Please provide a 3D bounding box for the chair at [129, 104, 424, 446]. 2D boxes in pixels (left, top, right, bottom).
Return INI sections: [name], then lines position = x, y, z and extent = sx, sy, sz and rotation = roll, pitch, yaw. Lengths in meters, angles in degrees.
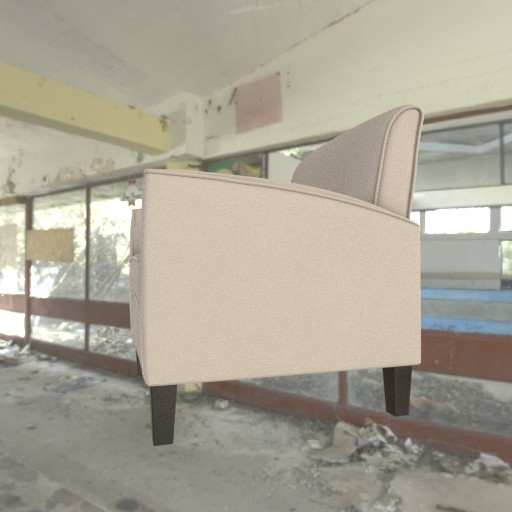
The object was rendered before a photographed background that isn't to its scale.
[chair]
position = 0.000, 0.000, 1.519
extent = 0.820, 0.915, 0.820
rotation = 0, -1, -18
